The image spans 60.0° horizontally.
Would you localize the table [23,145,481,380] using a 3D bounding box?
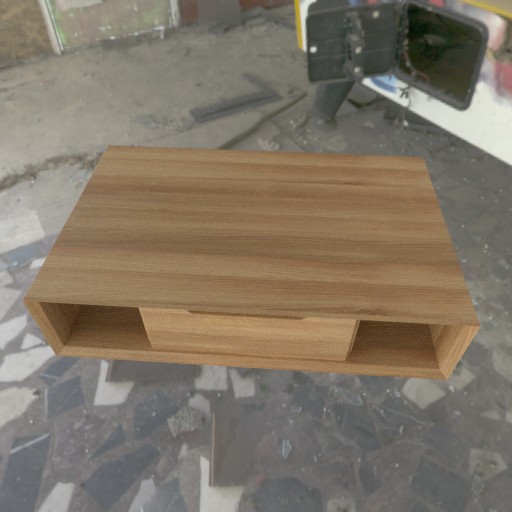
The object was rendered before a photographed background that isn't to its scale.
[{"bbox_3d":[0.000,0.000,1.422,1.100,0.330,0.700,3,46,3],"label":"table"}]
